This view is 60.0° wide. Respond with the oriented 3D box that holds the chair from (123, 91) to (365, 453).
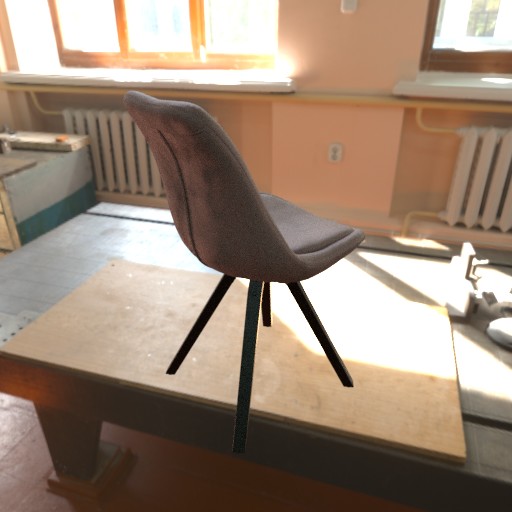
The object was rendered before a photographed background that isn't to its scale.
[{"bbox_3d":[0.000,0.000,1.214,0.547,0.865,0.483,-19,32,-33],"label":"chair"}]
